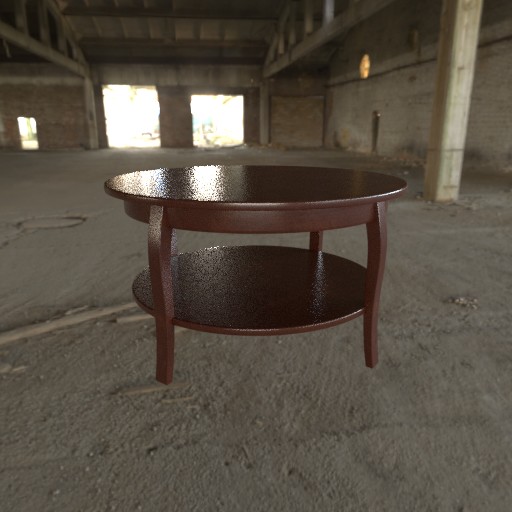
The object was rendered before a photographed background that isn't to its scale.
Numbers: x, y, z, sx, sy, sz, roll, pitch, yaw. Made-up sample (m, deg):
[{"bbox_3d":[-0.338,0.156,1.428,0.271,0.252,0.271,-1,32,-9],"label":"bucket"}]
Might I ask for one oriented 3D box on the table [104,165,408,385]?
[{"bbox_3d":[0.000,0.000,1.467,0.911,0.512,0.911,0,16,0],"label":"table"}]
